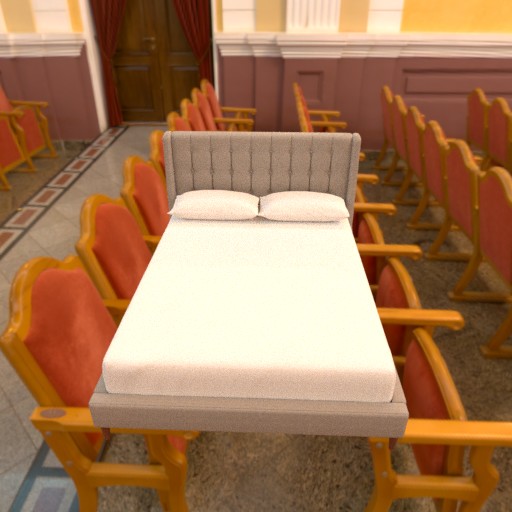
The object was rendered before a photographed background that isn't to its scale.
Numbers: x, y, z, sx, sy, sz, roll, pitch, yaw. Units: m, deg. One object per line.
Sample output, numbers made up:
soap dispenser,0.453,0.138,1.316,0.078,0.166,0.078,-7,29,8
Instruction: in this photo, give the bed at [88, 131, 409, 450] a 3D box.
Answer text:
bed,0.000,0.000,3.083,1.656,1.147,2.232,1,30,2
